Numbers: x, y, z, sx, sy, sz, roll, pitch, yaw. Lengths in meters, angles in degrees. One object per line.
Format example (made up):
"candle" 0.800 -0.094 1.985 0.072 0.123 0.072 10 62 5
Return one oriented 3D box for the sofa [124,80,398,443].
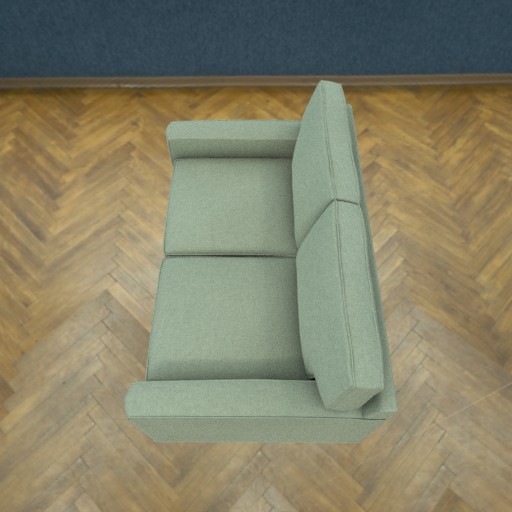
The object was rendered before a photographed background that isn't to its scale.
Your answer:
"sofa" 0.000 0.000 2.030 0.940 0.853 1.484 0 59 0
